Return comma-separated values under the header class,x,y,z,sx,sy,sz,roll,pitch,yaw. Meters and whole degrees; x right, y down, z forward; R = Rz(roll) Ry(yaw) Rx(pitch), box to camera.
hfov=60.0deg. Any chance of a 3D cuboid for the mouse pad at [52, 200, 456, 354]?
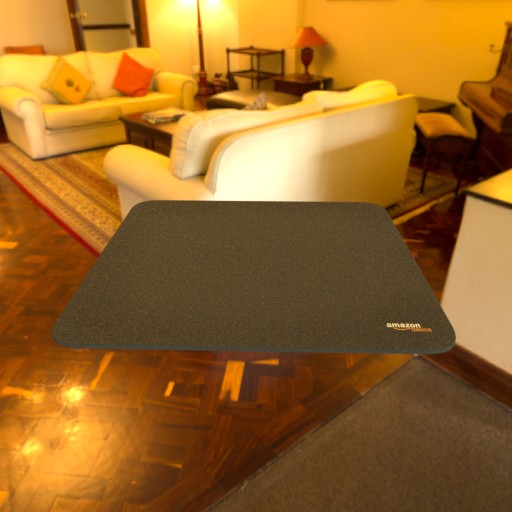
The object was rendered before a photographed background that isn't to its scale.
class,x,y,z,sx,sy,sz,roll,pitch,yaw
mouse pad,0.000,0.000,0.326,0.229,0.003,0.203,1,30,1
